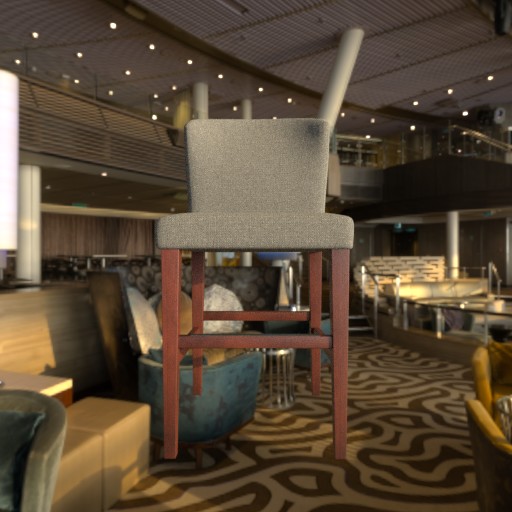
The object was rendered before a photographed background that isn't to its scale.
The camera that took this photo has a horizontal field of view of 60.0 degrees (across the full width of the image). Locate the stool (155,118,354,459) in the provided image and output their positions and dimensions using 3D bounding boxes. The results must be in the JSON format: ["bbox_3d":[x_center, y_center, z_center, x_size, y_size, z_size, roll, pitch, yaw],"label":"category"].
[{"bbox_3d":[0.000,0.000,1.311,0.479,0.968,0.568,0,0,0],"label":"stool"}]
